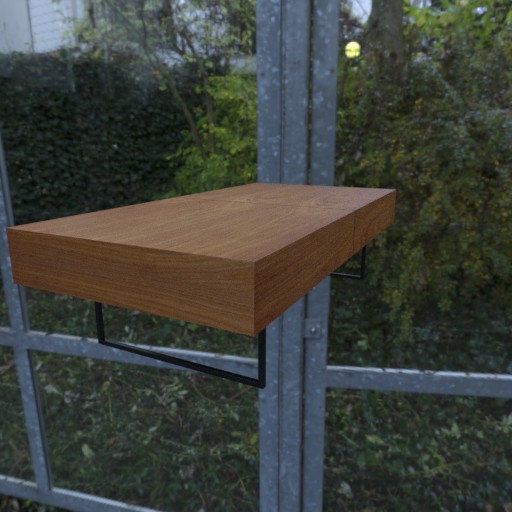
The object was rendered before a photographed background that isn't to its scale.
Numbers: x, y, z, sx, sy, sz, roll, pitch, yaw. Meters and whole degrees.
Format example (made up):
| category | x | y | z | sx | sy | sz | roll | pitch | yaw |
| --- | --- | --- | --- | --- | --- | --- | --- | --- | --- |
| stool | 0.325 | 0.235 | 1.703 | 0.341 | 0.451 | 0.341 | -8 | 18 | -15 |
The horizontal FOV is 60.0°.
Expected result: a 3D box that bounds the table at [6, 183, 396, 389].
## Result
| category | x | y | z | sx | sy | sz | roll | pitch | yaw |
| --- | --- | --- | --- | --- | --- | --- | --- | --- | --- |
| table | 0.000 | 0.000 | 1.384 | 0.610 | 0.330 | 1.194 | 7 | 16 | 26 |
